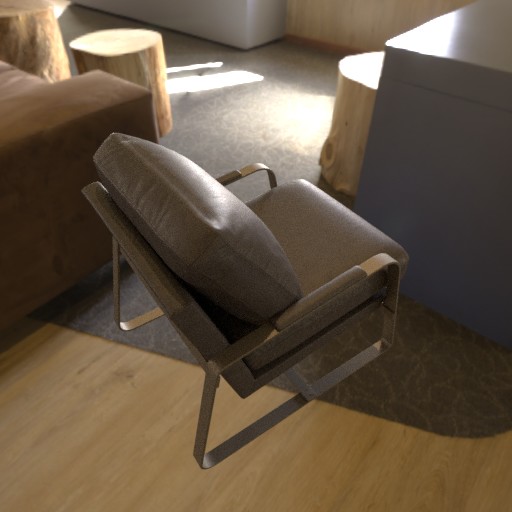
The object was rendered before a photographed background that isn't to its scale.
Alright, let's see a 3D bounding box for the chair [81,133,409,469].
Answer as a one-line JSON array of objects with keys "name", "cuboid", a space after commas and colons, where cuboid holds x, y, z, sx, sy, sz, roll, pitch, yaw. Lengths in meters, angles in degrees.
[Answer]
[{"name": "chair", "cuboid": [0.000, 0.000, 1.472, 0.878, 0.839, 0.692, -25, 47, -25]}]
